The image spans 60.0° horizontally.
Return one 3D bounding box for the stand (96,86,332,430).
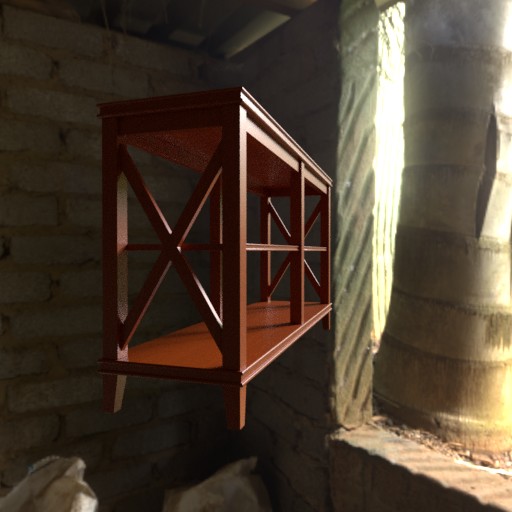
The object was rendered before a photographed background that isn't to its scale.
[{"bbox_3d":[0.000,0.000,1.685,0.381,0.762,1.372,0,1,18],"label":"stand"}]
